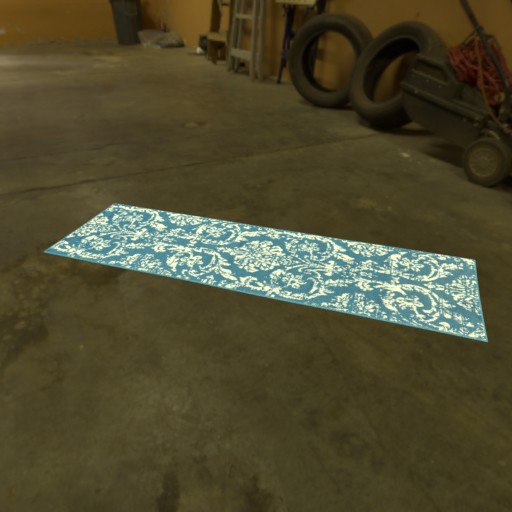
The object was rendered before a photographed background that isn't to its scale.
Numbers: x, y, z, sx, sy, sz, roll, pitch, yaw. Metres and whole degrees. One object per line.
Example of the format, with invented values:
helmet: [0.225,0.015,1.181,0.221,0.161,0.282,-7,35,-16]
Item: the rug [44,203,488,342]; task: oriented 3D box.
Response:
rug: [0.000,0.000,2.352,2.196,0.011,0.662,10,33,16]
